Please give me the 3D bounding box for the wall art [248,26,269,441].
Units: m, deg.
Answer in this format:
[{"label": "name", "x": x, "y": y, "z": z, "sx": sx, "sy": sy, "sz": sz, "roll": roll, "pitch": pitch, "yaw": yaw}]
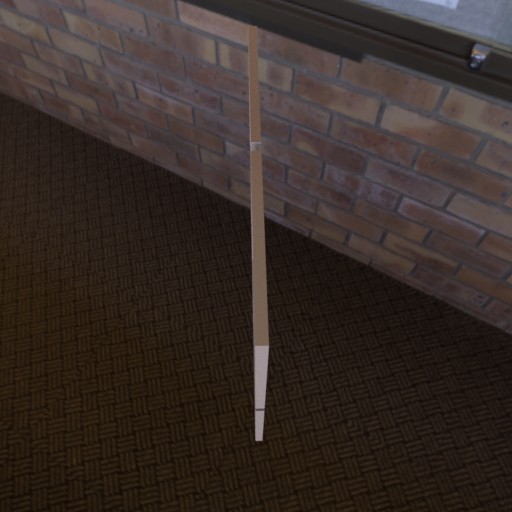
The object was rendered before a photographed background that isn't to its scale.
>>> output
[{"label": "wall art", "x": 0.000, "y": 0.000, "z": 1.666, "sx": 0.029, "sy": 1.118, "sz": 1.118, "roll": -1, "pitch": 58, "yaw": -1}]
